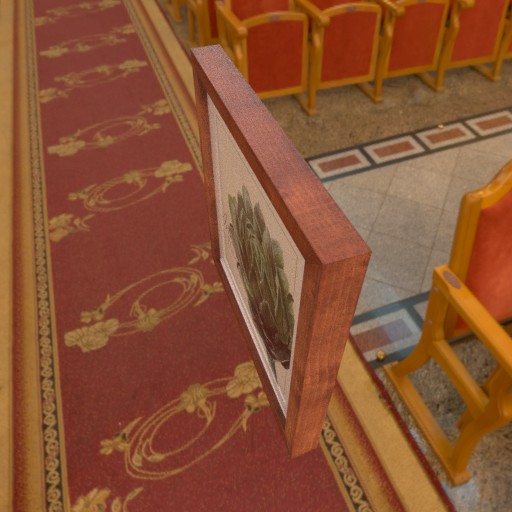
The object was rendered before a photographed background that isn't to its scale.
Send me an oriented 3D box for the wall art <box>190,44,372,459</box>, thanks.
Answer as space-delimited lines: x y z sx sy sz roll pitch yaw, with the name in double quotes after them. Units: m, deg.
0.000 0.000 0.576 0.038 0.385 0.386 -14 49 -13 "wall art"
